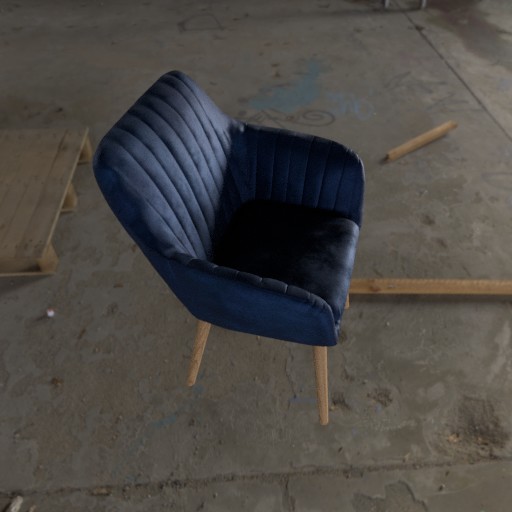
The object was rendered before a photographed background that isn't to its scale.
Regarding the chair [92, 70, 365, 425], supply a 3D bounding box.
[{"bbox_3d":[0.000,0.000,1.218,0.573,0.826,0.578,12,48,11],"label":"chair"}]
